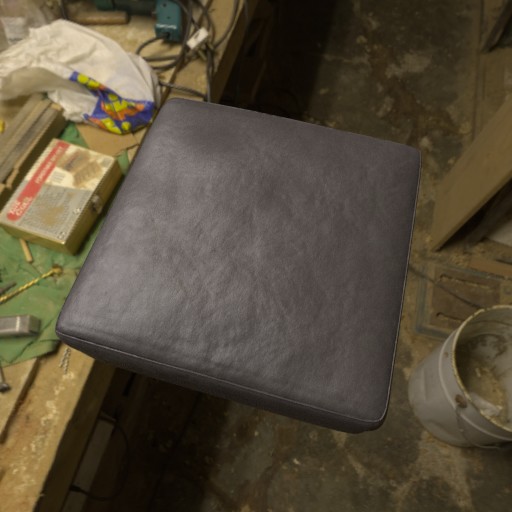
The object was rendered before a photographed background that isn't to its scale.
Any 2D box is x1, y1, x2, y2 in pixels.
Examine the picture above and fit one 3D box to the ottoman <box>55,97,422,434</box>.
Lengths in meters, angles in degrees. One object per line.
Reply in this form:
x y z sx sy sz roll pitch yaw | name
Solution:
0.000 0.000 1.333 0.836 0.415 0.844 14 65 7 | ottoman
